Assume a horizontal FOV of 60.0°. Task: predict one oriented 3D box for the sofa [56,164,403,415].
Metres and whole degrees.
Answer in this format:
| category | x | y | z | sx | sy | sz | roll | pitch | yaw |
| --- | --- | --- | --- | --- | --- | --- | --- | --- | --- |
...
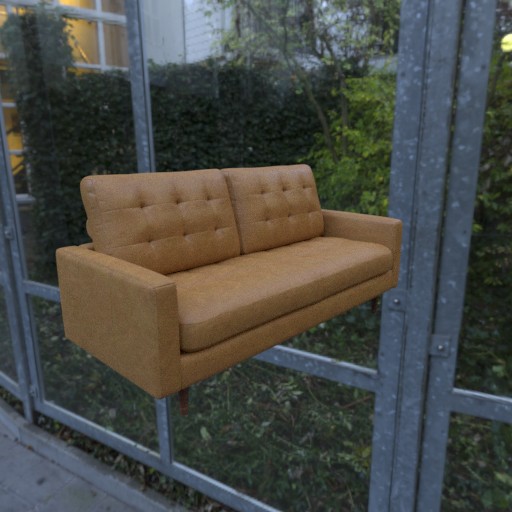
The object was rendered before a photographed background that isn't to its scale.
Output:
| category | x | y | z | sx | sy | sz | roll | pitch | yaw |
| --- | --- | --- | --- | --- | --- | --- | --- | --- | --- |
| sofa | 0.000 | 0.000 | 2.370 | 0.850 | 0.898 | 1.821 | 13 | 19 | 42 |
